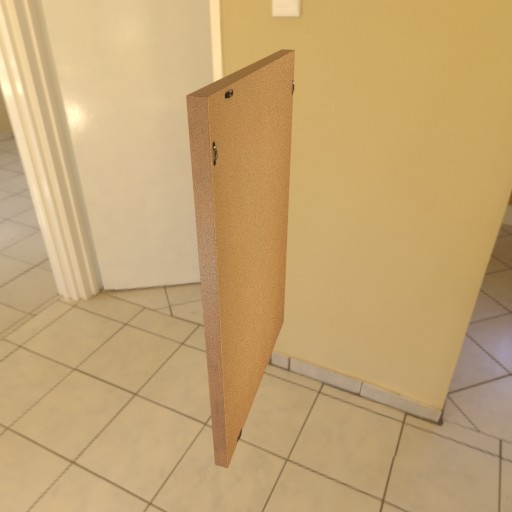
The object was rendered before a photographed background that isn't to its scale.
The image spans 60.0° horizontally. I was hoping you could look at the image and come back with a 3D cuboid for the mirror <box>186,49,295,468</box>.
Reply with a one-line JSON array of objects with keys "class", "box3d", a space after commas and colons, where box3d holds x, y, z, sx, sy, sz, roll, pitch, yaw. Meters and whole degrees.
[{"class": "mirror", "box3d": [0.000, 0.000, 1.152, 0.040, 0.915, 0.609, 9, 32, 14]}]
